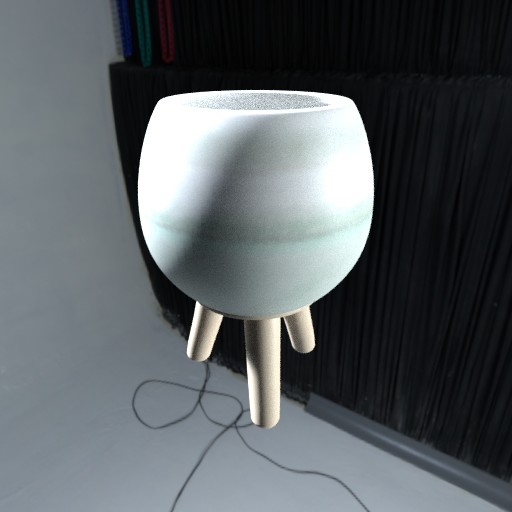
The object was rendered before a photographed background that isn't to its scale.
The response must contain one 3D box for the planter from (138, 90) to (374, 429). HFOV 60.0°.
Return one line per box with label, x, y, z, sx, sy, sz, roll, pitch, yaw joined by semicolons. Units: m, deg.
planter;0.000;0.000;0.333;0.161;0.224;0.161;0;25;0
